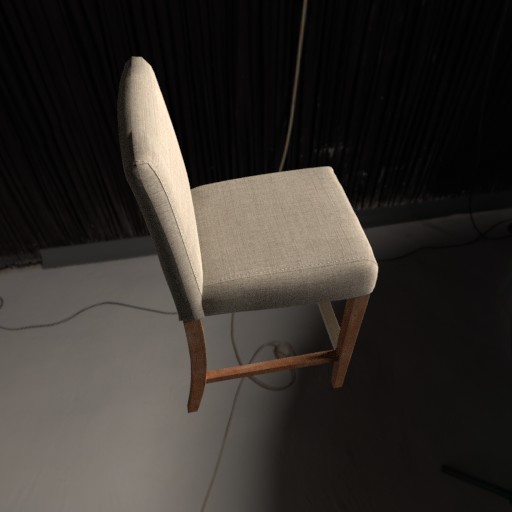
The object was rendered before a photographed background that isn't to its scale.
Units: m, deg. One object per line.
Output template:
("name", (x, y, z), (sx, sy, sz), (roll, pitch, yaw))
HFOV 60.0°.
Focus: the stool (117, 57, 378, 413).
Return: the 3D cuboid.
("stool", (0.000, 0.000, 1.299), (0.567, 1.039, 0.454), (-8, 49, -7))
